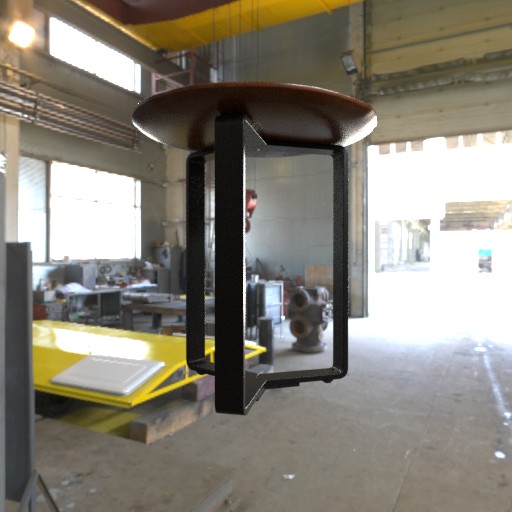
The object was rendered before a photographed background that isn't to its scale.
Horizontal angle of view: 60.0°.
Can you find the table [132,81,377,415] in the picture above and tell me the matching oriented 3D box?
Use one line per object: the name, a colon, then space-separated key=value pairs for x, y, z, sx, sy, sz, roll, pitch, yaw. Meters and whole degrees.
table: x=0.000 y=0.000 z=0.760 sx=0.410 sy=0.450 sz=0.380 roll=0 pitch=0 yaw=-17
